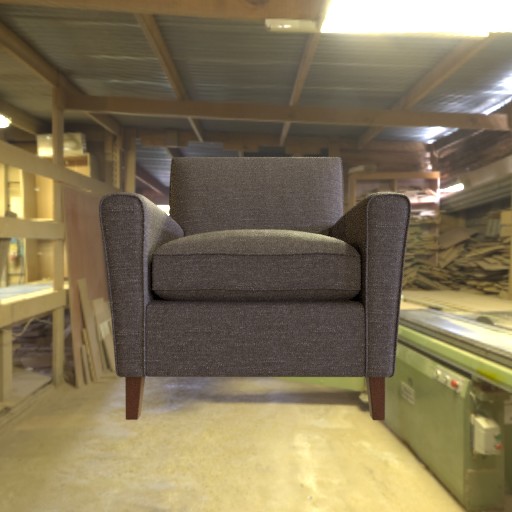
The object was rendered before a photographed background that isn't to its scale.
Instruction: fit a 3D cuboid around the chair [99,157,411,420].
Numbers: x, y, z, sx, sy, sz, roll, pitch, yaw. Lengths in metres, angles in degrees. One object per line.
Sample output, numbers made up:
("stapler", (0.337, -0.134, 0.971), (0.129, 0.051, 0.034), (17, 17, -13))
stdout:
("chair", (0.000, 0.000, 1.608), (0.838, 0.885, 0.875), (0, 0, 0))
